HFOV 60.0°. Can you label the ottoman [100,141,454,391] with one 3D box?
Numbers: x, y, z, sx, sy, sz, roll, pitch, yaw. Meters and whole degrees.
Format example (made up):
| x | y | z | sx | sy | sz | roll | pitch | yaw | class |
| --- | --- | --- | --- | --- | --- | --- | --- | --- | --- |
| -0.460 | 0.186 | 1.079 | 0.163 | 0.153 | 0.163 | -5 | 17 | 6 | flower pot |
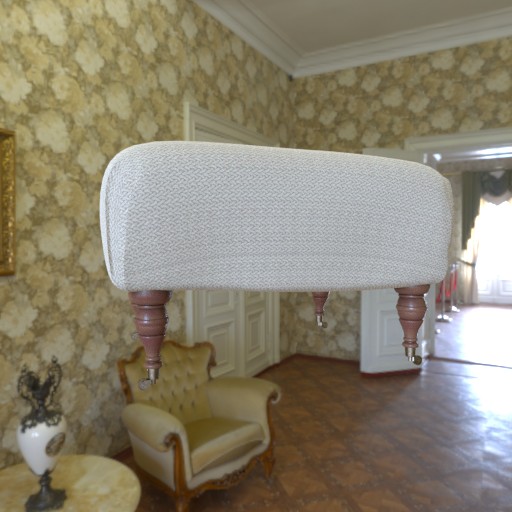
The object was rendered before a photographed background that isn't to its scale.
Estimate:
| x | y | z | sx | sy | sz | roll | pitch | yaw | class |
| --- | --- | --- | --- | --- | --- | --- | --- | --- | --- |
| 0.000 | 0.000 | 1.048 | 0.684 | 0.447 | 0.622 | 0 | 1 | -17 | ottoman |
